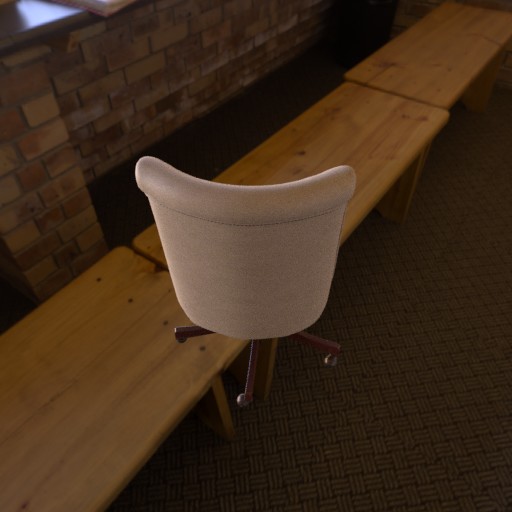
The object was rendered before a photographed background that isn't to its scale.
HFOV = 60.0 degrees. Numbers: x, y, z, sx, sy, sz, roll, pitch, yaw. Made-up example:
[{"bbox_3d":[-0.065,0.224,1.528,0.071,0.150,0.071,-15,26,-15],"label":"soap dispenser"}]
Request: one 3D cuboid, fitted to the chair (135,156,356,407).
[{"bbox_3d":[0.000,0.000,1.418,0.645,1.010,0.696,3,46,3],"label":"chair"}]
